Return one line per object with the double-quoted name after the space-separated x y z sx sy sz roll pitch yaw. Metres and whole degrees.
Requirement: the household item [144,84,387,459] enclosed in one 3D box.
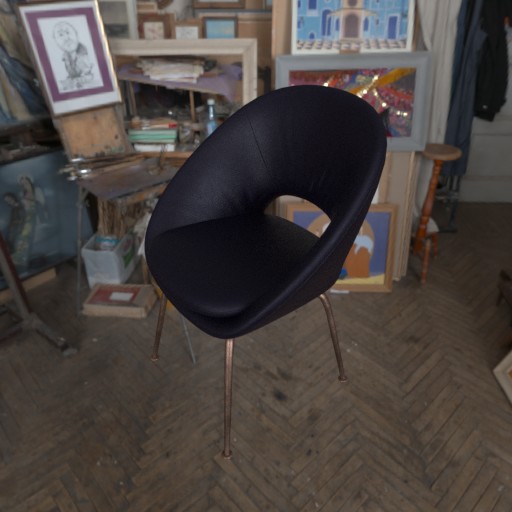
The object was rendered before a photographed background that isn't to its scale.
0.000 0.000 1.269 0.573 0.852 0.623 -22 39 -30 "household item"
